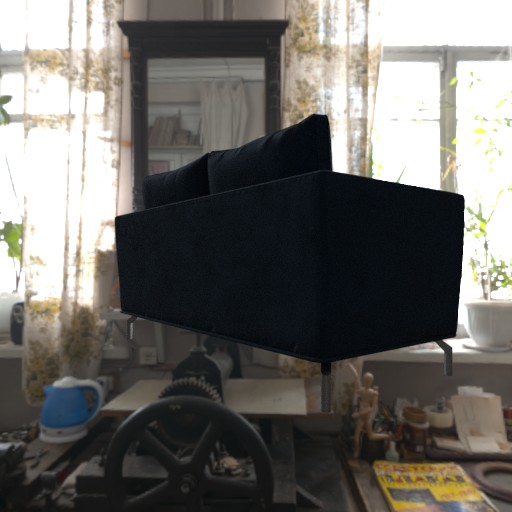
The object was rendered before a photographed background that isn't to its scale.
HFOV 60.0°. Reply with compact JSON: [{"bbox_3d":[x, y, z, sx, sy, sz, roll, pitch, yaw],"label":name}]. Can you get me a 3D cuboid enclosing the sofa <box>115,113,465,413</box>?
[{"bbox_3d":[0.000,0.000,2.270,0.853,1.002,1.770,0,-1,-37],"label":"sofa"}]
